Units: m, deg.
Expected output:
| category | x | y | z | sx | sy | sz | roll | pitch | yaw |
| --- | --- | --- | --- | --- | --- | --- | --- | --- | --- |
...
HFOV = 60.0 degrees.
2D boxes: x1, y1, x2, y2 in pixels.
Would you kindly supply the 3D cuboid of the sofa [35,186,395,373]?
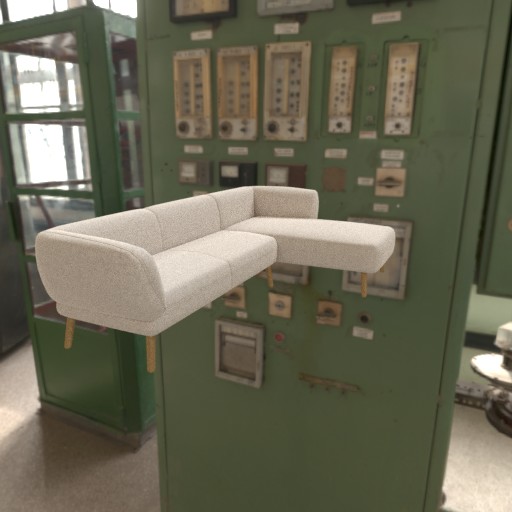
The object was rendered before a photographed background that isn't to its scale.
| category | x | y | z | sx | sy | sz | roll | pitch | yaw |
| --- | --- | --- | --- | --- | --- | --- | --- | --- | --- |
| sofa | 0.000 | 0.000 | 3.256 | 1.610 | 0.730 | 2.660 | 7 | 17 | 25 |
